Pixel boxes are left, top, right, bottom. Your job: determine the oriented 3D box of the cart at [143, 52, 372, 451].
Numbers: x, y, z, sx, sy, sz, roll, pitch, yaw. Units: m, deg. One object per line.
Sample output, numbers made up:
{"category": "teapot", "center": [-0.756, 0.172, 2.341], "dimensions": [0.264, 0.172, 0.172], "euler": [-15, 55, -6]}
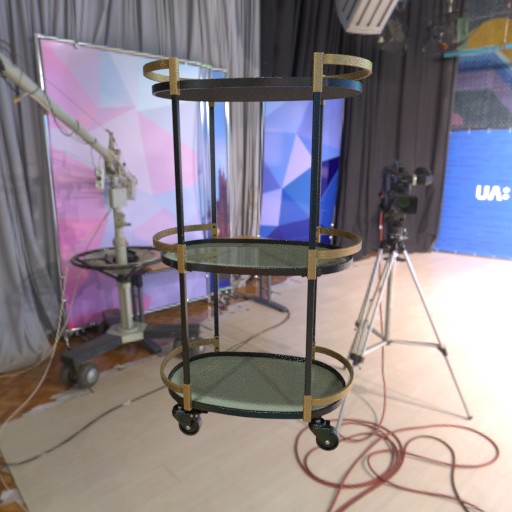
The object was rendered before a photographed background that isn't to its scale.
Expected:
{"category": "cart", "center": [0.000, 0.000, 1.117], "dimensions": [0.515, 0.885, 0.311], "euler": [2, 14, 9]}
